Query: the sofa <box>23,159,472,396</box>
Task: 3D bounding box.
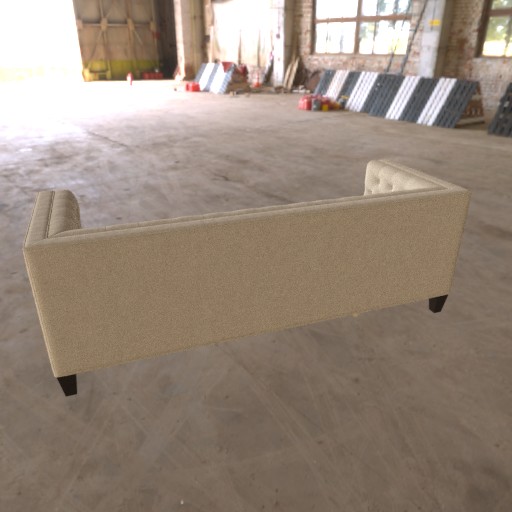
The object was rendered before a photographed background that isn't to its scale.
[{"bbox_3d":[0.000,0.000,2.490,2.159,0.762,0.775,-9,27,-18],"label":"sofa"}]
